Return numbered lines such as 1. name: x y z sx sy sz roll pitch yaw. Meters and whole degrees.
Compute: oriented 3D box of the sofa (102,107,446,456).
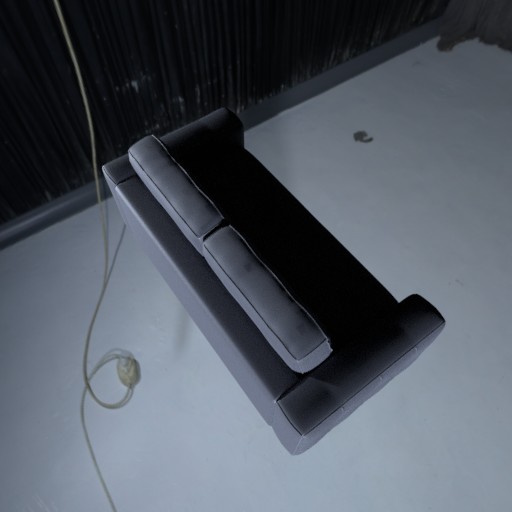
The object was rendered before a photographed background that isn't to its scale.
1. sofa: 0.000 0.000 2.283 0.833 0.893 1.726 -32 64 -18
